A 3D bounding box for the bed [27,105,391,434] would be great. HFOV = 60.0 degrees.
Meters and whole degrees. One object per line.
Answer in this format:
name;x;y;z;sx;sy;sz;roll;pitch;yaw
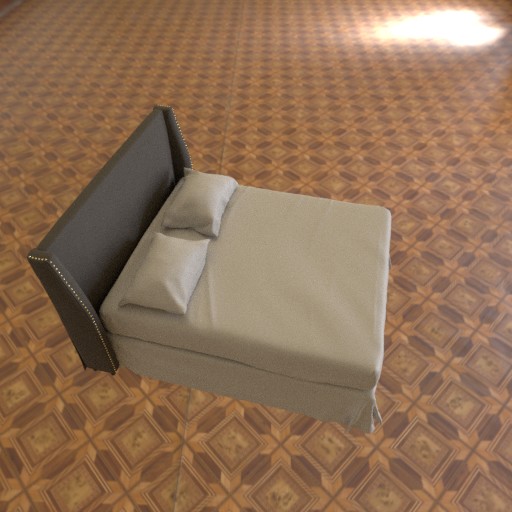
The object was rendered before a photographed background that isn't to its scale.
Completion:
bed;0.000;0.000;3.448;2.276;1.332;1.925;10;47;10
